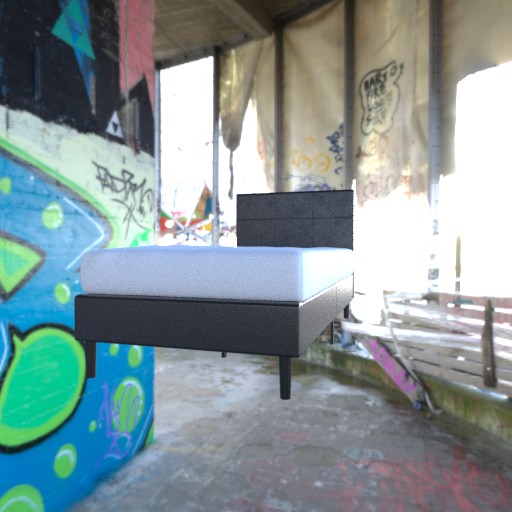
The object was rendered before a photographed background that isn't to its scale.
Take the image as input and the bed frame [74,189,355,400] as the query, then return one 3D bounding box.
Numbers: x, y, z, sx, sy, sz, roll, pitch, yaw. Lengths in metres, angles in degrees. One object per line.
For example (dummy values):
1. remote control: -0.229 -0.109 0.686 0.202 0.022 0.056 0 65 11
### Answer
1. bed frame: 0.000 0.000 2.641 1.038 1.046 2.152 0 1 18
